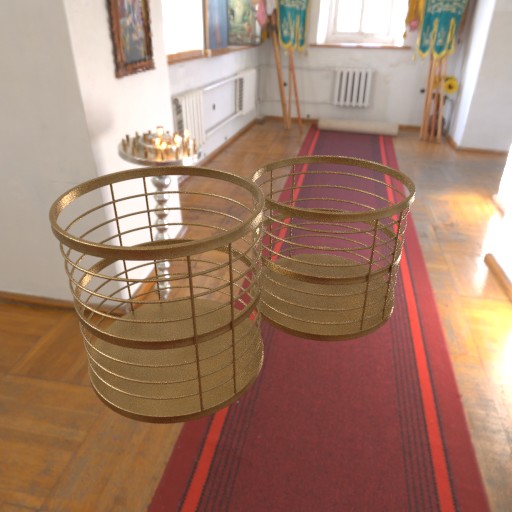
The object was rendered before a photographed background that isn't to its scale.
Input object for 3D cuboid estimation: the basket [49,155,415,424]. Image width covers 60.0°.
[{"bbox_3d":[0.000,0.000,0.938,0.746,0.351,0.356,-18,35,-29],"label":"basket"}]
